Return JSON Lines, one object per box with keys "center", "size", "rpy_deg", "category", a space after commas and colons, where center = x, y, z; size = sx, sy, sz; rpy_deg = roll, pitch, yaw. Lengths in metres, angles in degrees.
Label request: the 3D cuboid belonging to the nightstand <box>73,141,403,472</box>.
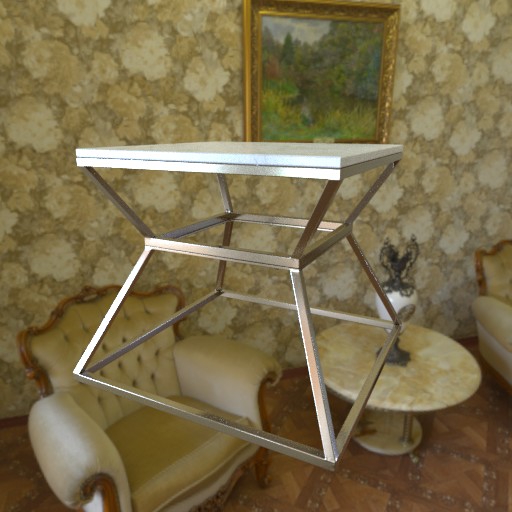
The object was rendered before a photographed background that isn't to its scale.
{"center": [0.000, 0.000, 0.889], "size": [0.513, 0.426, 0.514], "rpy_deg": [8, 18, 26], "category": "nightstand"}
